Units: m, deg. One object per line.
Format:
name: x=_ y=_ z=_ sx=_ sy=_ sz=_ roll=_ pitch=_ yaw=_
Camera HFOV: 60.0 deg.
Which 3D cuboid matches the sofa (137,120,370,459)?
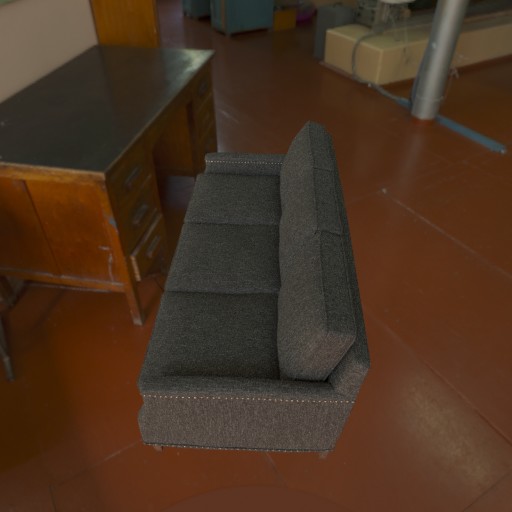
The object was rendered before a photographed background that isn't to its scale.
sofa: x=0.000 y=0.000 z=2.886 sx=1.084 sy=1.003 sz=2.246 roll=2 pitch=41 yaw=2
